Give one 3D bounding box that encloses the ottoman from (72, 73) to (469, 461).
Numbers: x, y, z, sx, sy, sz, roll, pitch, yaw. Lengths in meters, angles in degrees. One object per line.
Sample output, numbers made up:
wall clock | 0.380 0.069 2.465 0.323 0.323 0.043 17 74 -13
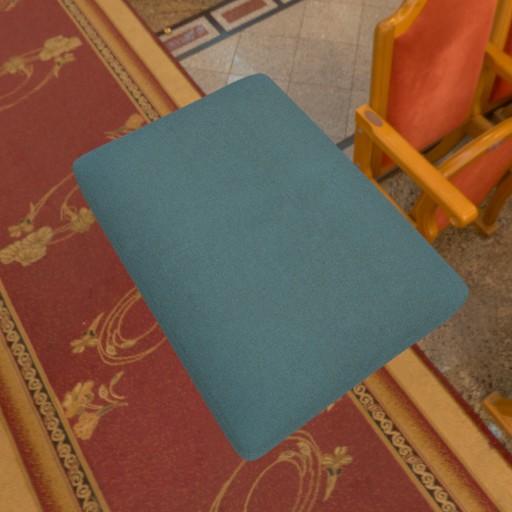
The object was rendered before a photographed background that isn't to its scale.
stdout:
ottoman | 0.000 0.000 1.065 0.549 0.428 0.749 -31 67 -14
